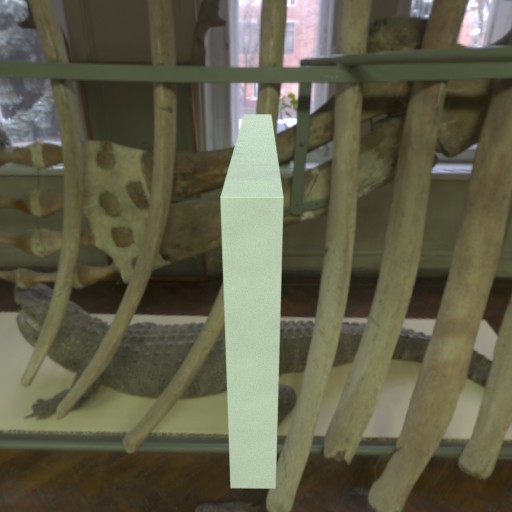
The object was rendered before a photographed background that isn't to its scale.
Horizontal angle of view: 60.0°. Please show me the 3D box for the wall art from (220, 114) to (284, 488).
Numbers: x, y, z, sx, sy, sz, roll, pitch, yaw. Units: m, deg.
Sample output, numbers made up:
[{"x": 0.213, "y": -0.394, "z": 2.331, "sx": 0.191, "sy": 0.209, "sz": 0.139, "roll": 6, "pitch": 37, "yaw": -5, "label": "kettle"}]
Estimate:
[{"x": 0.000, "y": 0.000, "z": 0.492, "sx": 0.038, "sy": 0.254, "sz": 0.381, "roll": 0, "pitch": 25, "yaw": 1, "label": "wall art"}]
